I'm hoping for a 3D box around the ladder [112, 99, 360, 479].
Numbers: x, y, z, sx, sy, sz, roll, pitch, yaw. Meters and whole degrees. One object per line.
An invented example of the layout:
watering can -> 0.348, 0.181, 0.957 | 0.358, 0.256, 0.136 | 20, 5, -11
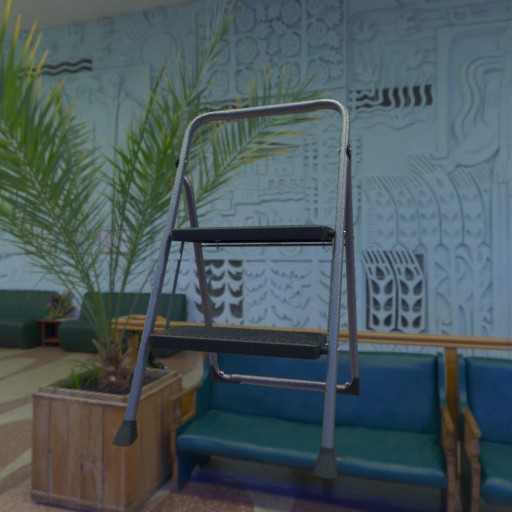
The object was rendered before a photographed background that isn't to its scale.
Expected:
ladder -> 0.000, 0.000, 1.000 | 0.430, 0.720, 0.472 | 0, 0, 19
